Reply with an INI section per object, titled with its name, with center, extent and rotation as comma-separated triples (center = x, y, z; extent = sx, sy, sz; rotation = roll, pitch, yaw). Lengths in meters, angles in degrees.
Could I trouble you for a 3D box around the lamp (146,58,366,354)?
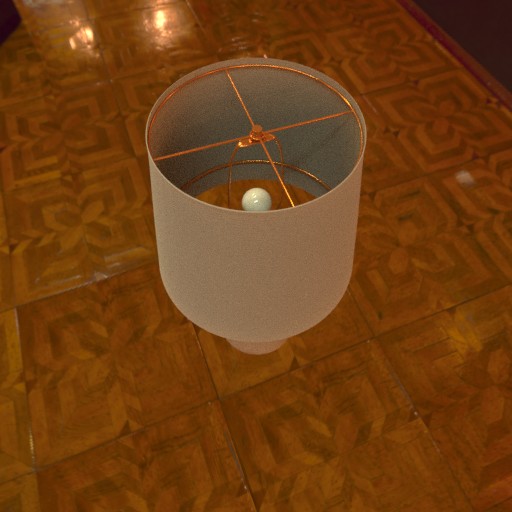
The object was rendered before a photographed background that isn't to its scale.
[lamp]
center = 0.000, 0.000, 0.446
extent = 0.189, 0.340, 0.189
rotation = 0, 58, 0
